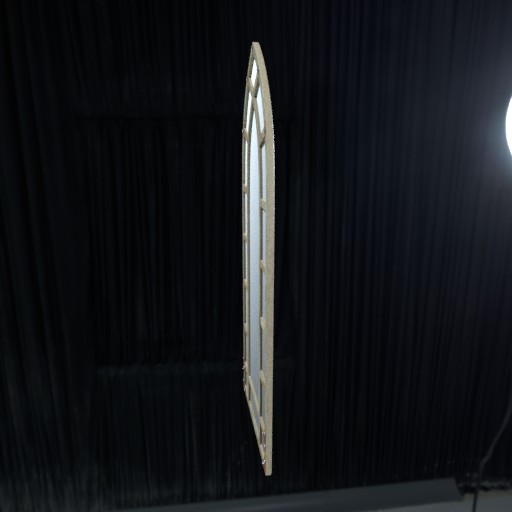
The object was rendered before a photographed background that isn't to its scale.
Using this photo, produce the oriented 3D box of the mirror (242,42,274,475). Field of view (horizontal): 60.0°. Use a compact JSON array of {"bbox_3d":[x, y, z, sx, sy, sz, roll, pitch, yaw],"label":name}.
[{"bbox_3d":[0.000,0.000,1.332,0.025,1.175,0.464,-3,16,-9],"label":"mirror"}]
